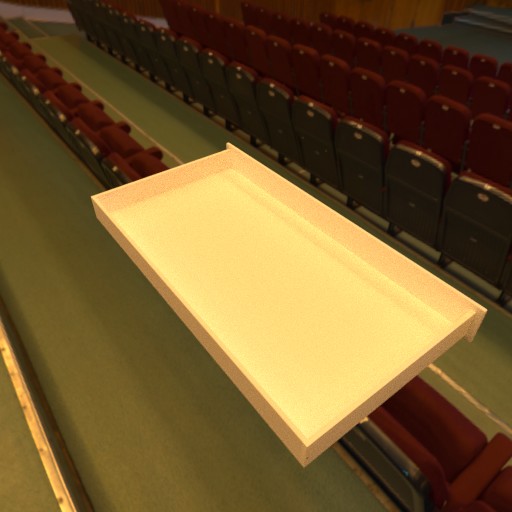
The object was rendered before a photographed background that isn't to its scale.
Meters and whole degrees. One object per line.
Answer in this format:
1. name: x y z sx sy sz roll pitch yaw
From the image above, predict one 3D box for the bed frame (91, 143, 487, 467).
1. bed frame: 0.000 0.000 1.544 0.670 0.141 1.300 -26 47 -27
